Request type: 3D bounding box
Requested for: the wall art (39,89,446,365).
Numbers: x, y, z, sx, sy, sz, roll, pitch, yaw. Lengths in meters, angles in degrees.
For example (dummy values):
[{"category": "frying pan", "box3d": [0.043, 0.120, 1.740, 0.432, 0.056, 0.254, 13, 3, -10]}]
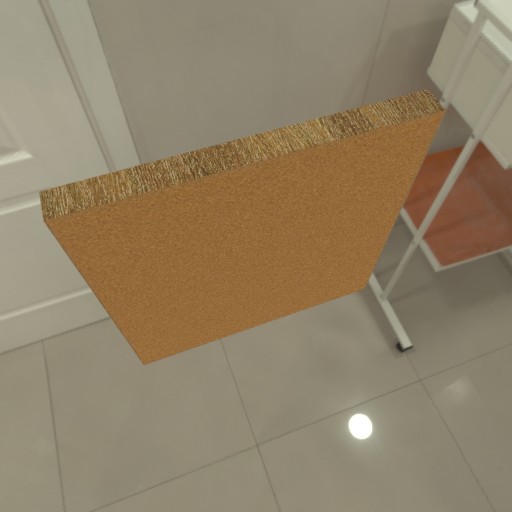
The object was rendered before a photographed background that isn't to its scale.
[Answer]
[{"category": "wall art", "box3d": [0.000, 0.000, 0.600, 0.406, 0.403, 0.039, -18, 61, -10]}]
